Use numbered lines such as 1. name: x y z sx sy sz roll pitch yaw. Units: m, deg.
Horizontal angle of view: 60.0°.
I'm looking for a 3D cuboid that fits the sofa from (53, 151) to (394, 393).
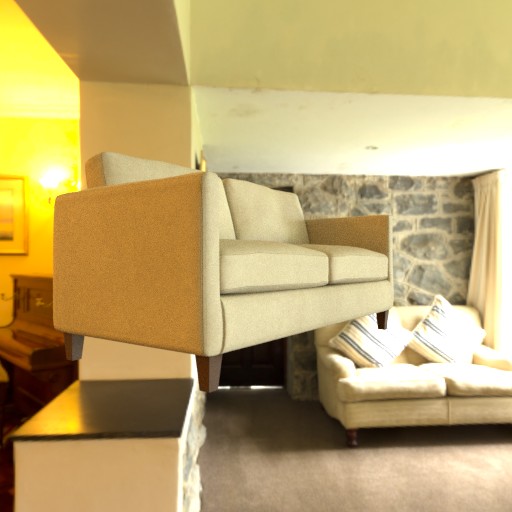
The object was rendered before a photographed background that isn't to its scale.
1. sofa: 0.000 0.000 2.437 0.950 0.940 1.846 0 -1 36
